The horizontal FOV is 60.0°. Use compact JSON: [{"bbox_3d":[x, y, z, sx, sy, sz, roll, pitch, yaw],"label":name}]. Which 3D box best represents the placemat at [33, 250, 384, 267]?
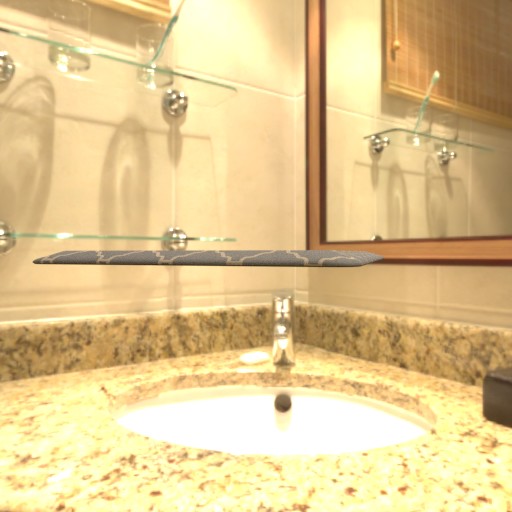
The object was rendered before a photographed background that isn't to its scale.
[{"bbox_3d":[0.000,0.000,0.962,0.508,0.021,0.762,0,0,18],"label":"placemat"}]
